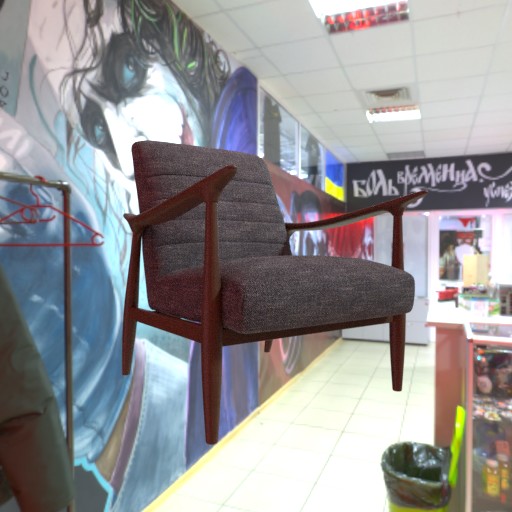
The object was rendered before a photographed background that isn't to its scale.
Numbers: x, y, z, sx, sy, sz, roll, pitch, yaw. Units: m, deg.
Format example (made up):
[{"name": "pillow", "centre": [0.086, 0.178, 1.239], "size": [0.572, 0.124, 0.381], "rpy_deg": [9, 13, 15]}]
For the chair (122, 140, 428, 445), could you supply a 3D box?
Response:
[{"name": "chair", "centre": [0.000, 0.000, 1.426], "size": [0.741, 0.832, 0.798], "rpy_deg": [0, 1, -35]}]
